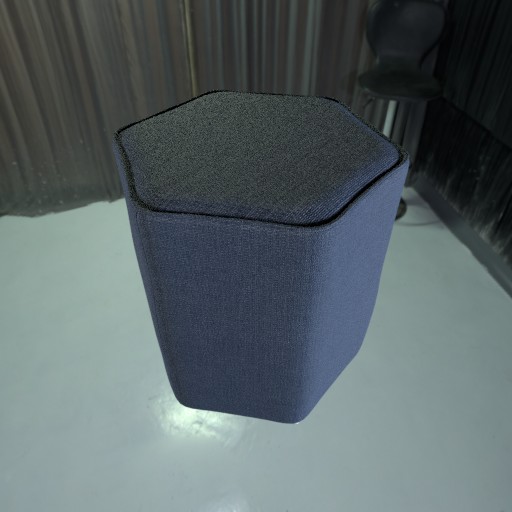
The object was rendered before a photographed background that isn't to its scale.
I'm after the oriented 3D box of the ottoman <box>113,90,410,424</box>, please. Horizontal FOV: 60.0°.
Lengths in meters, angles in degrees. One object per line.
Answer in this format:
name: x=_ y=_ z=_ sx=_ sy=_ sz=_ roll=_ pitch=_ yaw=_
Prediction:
ottoman: x=0.000 y=0.000 z=0.876 sx=0.454 sy=0.505 sz=0.492 roll=-11 pitch=42 yaw=-12
